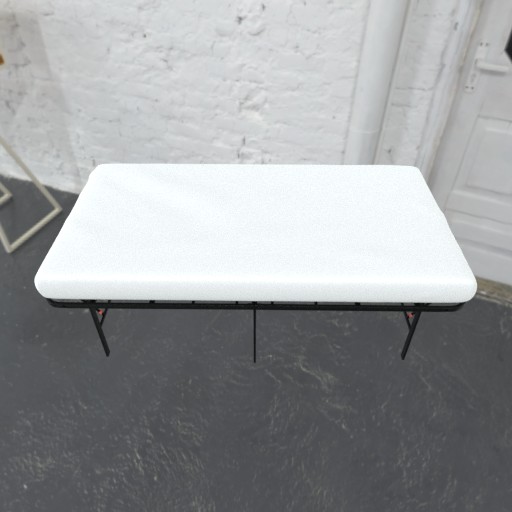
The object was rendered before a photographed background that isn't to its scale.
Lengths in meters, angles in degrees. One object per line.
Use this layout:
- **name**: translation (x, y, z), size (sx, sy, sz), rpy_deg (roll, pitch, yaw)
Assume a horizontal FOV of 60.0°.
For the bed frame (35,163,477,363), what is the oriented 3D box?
- **bed frame**: translation (0.000, 0.000, 2.395), size (1.903, 0.619, 0.989), rpy_deg (1, 41, 1)
